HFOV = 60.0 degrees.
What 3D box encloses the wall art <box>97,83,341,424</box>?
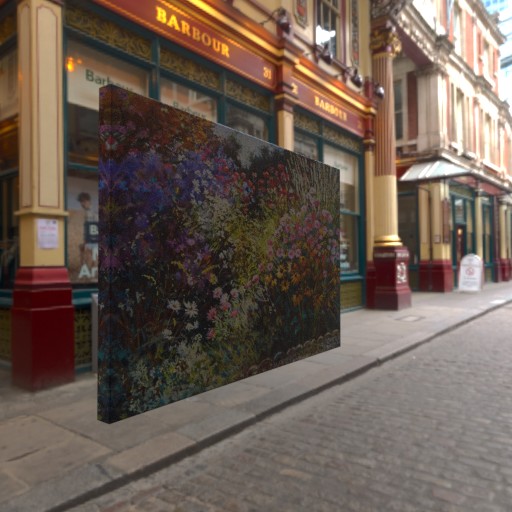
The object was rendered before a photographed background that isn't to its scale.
[{"bbox_3d":[0.000,0.000,1.158,0.037,0.604,0.908,-1,-1,37],"label":"wall art"}]
